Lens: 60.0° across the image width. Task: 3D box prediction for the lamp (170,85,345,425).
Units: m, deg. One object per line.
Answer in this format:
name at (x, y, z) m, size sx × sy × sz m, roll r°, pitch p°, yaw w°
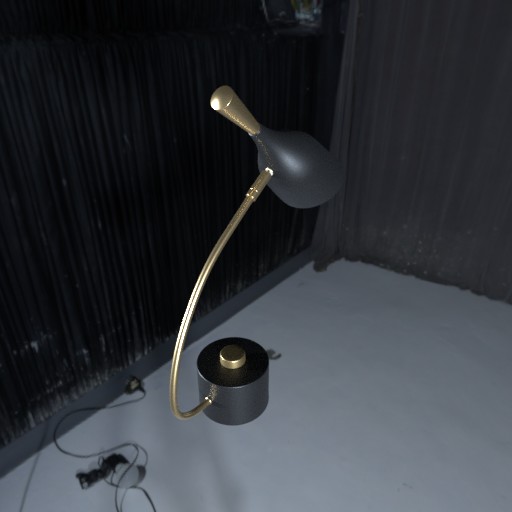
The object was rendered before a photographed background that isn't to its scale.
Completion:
lamp at (0.000, 0.000, 0.624) m, size 0.110 × 0.464 × 0.352 m, roll 21°, pitch 36°, yaw 33°
